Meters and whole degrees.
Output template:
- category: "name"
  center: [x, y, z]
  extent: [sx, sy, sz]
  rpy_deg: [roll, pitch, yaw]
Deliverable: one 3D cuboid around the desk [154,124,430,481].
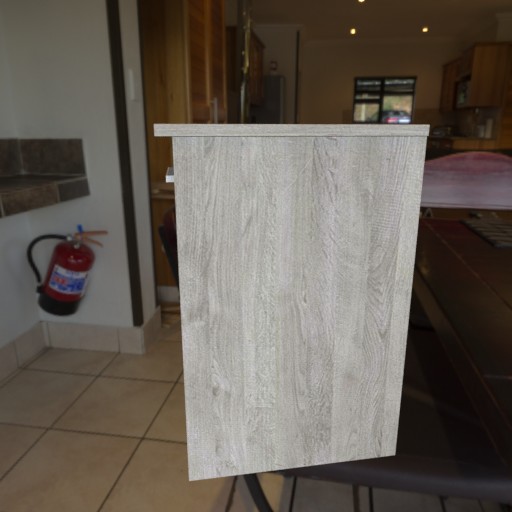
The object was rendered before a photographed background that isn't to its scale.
- category: "desk"
  center: [0.000, 0.000, 1.298]
  extent: [0.498, 0.724, 0.893]
  rpy_deg: [-3, 16, -9]
